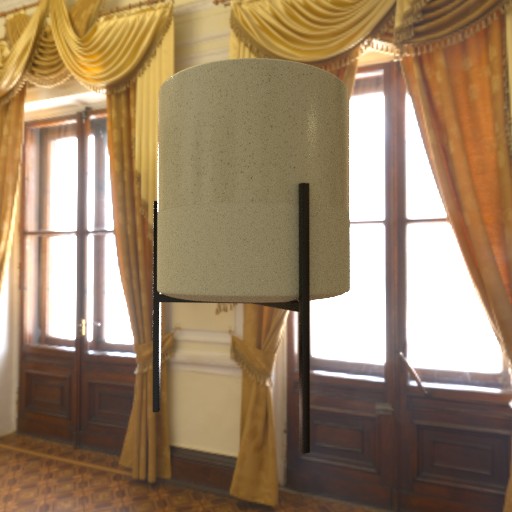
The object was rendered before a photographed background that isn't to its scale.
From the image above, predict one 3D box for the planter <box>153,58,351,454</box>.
[{"bbox_3d":[0.000,0.000,0.554,0.234,0.390,0.243,-1,-1,35],"label":"planter"}]
